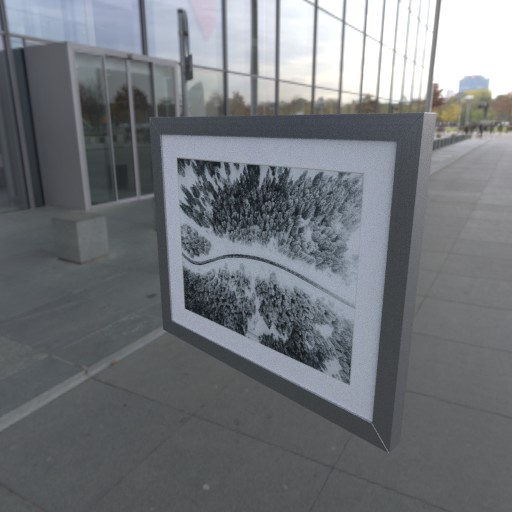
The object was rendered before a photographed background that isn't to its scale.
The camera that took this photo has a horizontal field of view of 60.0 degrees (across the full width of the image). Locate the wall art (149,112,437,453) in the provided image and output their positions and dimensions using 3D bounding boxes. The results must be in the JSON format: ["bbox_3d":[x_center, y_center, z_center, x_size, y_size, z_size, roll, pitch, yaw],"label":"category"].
[{"bbox_3d":[0.000,0.000,0.756,0.557,0.456,0.032,16,23,42],"label":"wall art"}]
